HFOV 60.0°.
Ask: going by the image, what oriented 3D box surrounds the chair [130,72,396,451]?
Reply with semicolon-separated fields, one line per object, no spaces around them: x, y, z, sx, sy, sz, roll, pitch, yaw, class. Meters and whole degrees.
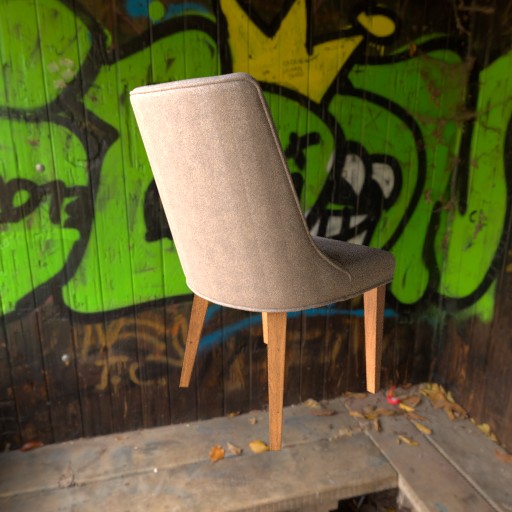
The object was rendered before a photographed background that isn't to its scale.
0.000;0.000;1.281;0.636;0.916;0.548;-14;20;-42;chair
